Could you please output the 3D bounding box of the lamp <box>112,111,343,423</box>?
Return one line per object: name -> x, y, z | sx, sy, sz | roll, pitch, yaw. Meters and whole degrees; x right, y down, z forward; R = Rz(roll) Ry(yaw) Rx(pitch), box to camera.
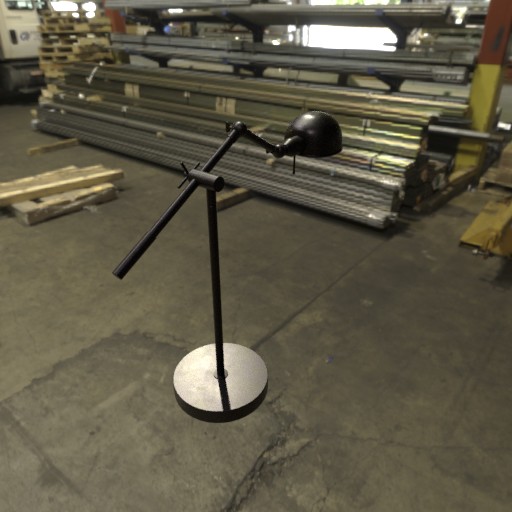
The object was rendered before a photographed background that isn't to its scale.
lamp -> 0.000, 0.000, 0.835 | 0.185, 0.495, 0.567 | 22, 36, 33
